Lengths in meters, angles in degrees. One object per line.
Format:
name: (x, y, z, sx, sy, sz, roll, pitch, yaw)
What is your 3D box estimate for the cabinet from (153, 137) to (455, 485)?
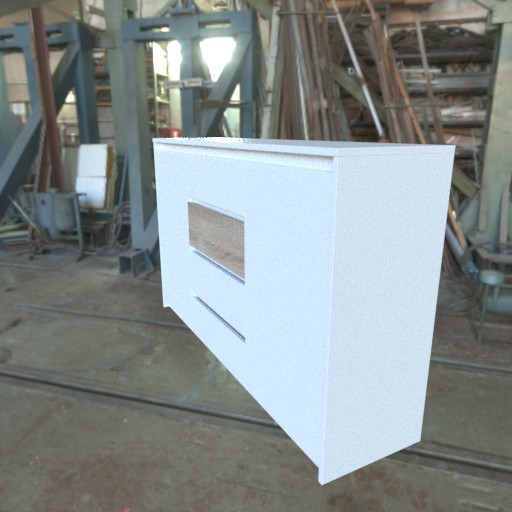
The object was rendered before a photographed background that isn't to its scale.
cabinet: (0.000, 0.000, 1.786, 0.380, 0.900, 1.450, -8, 18, -27)
